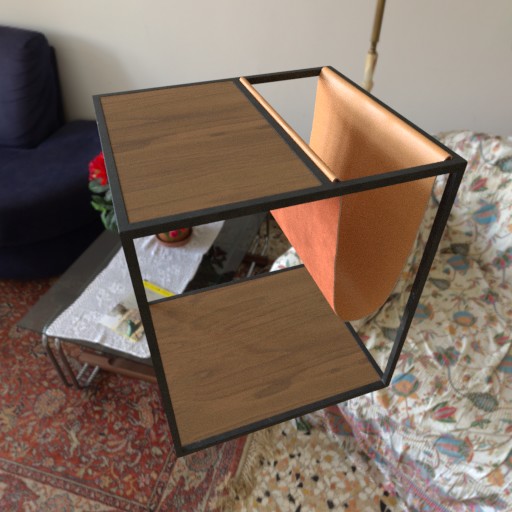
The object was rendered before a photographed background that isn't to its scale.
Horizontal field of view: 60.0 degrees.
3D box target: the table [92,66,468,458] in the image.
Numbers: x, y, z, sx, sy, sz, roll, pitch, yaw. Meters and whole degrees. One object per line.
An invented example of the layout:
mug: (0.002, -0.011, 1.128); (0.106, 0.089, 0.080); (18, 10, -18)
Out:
table: (0.000, 0.000, 0.840); (0.450, 0.536, 0.399); (-13, 43, -15)
